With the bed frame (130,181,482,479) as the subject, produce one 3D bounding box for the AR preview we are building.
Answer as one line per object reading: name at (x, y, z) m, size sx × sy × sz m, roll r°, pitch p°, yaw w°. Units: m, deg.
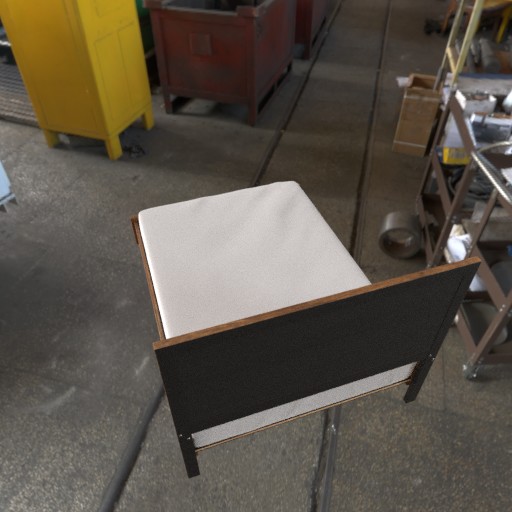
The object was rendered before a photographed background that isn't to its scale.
bed frame at (0.000, 0.000, 3.360) m, size 1.696 × 1.417 × 2.276 m, roll -13°, pitch 45°, yaw -14°
